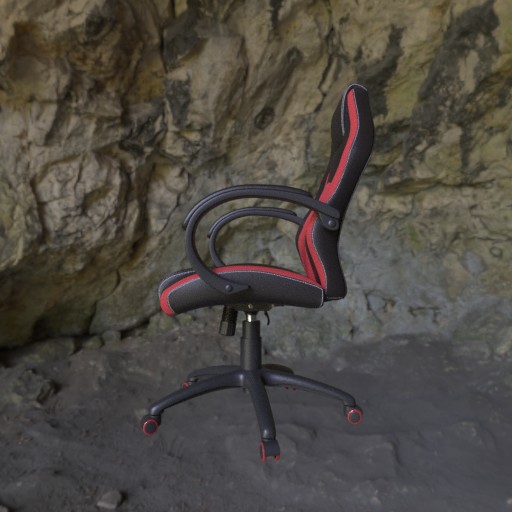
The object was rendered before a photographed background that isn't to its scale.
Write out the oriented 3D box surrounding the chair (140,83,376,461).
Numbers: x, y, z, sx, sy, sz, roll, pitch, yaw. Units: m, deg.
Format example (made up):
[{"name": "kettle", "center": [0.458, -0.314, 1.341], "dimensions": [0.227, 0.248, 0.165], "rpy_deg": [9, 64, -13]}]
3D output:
[{"name": "chair", "center": [0.000, 0.000, 1.634], "dimensions": [0.783, 1.189, 0.750], "rpy_deg": [0, 0, 1]}]
